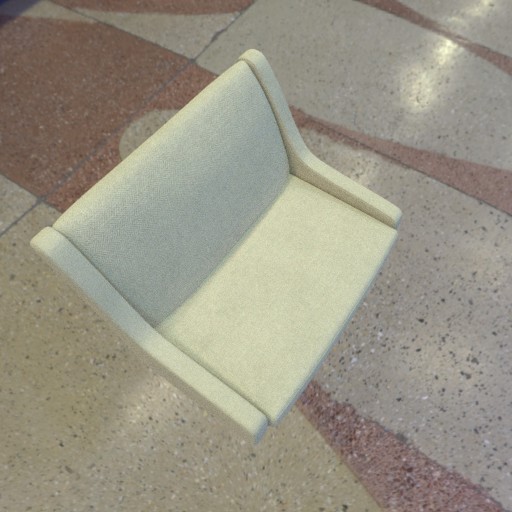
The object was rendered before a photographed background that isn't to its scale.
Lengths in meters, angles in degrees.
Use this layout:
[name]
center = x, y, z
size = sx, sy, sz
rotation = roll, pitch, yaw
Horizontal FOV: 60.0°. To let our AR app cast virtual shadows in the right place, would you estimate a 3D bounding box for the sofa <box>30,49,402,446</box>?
[sofa]
center = 0.000, 0.000, 1.920
size = 0.946, 0.976, 1.212
rotation = 31, 64, 17
